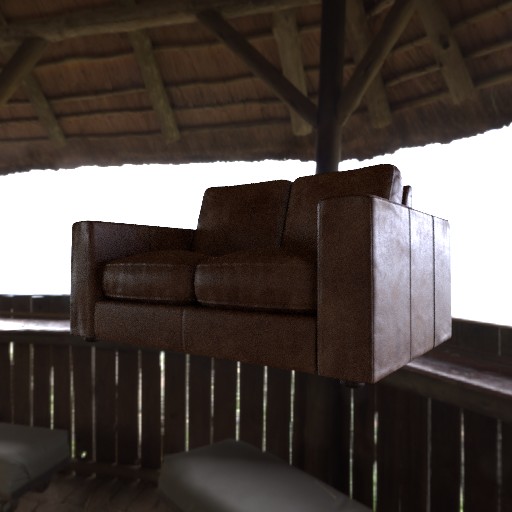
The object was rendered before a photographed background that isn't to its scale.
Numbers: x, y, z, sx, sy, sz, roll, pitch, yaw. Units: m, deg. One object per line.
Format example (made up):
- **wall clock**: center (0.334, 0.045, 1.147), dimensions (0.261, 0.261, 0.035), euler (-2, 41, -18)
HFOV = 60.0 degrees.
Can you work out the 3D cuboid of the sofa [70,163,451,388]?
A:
- **sofa**: center (0.000, 0.000, 2.220), dimensions (1.626, 0.889, 1.041), euler (-1, -1, 36)
